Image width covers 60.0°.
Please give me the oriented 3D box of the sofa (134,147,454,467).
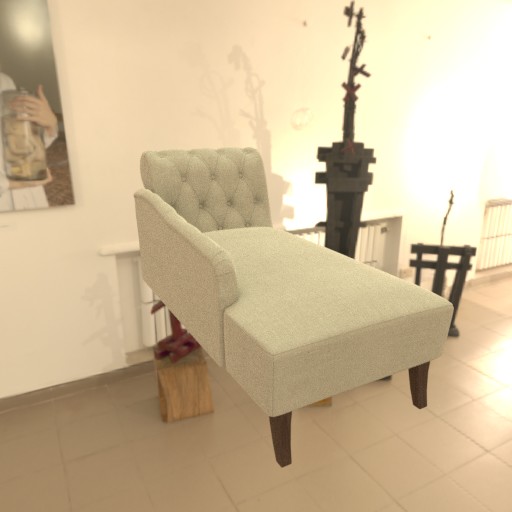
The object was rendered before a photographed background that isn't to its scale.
[{"bbox_3d":[0.000,0.000,1.793,0.675,0.787,1.379,-9,19,-27],"label":"sofa"}]
